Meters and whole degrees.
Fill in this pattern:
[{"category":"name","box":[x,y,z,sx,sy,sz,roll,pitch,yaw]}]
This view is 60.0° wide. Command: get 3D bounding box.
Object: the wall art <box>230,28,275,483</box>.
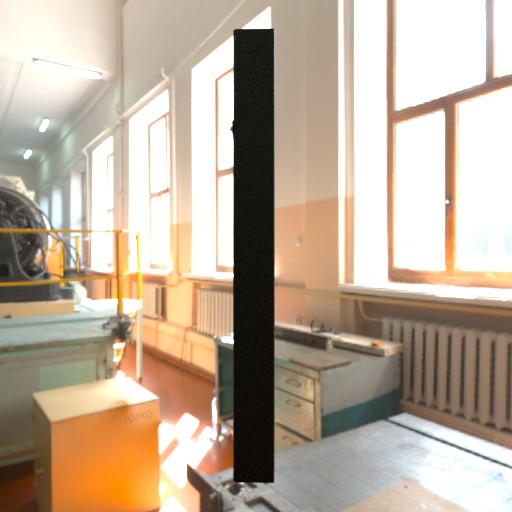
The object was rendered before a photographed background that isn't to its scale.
[{"category":"wall art","box":[0.000,0.000,0.596,0.041,0.407,0.406,0,0,1]}]
